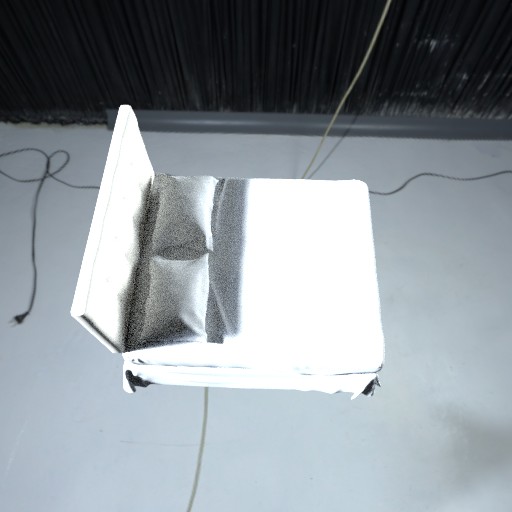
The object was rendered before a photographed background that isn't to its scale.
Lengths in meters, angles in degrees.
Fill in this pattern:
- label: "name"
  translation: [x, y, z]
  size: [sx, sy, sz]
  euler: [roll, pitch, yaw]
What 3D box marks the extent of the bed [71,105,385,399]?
- label: "bed"
  translation: [0.000, 0.000, 3.551]
  size: [2.222, 1.577, 1.936]
  euler: [2, 63, 1]
